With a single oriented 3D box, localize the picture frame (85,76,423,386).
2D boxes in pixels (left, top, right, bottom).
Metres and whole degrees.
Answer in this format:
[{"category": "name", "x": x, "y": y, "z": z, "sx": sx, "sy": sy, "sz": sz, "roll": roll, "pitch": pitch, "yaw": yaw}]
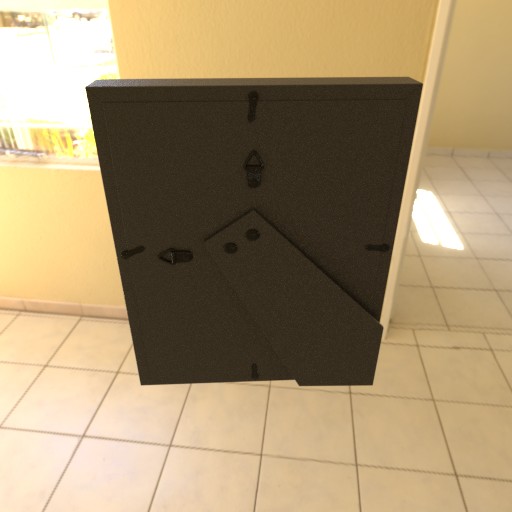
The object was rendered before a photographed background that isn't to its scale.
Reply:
[{"category": "picture frame", "x": 0.000, "y": 0.000, "z": 0.385, "sx": 0.232, "sy": 0.284, "sz": 0.042, "roll": -1, "pitch": 31, "yaw": -2}]
